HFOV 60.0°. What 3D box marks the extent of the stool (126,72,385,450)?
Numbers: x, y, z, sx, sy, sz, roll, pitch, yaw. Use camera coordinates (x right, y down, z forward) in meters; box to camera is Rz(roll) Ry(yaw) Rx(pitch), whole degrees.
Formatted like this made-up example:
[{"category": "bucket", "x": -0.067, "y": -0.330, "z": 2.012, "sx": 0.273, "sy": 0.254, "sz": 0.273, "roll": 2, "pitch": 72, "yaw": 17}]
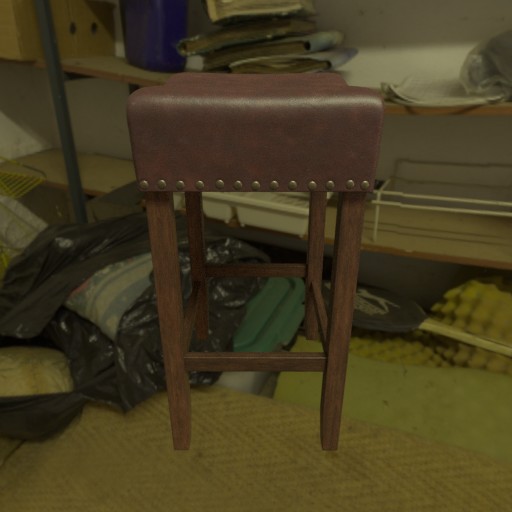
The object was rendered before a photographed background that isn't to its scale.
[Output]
[{"category": "stool", "x": 0.000, "y": 0.000, "z": 1.033, "sx": 0.401, "sy": 0.769, "sz": 0.465, "roll": 0, "pitch": 26, "yaw": 0}]
